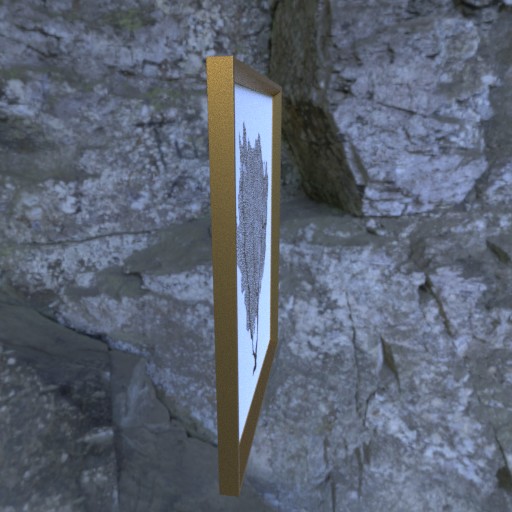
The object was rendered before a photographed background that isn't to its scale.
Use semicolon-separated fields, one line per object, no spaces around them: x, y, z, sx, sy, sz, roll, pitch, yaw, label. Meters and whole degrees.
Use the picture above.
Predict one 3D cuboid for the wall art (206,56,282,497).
0.000;0.000;1.012;0.038;0.762;0.610;3;17;9;wall art
